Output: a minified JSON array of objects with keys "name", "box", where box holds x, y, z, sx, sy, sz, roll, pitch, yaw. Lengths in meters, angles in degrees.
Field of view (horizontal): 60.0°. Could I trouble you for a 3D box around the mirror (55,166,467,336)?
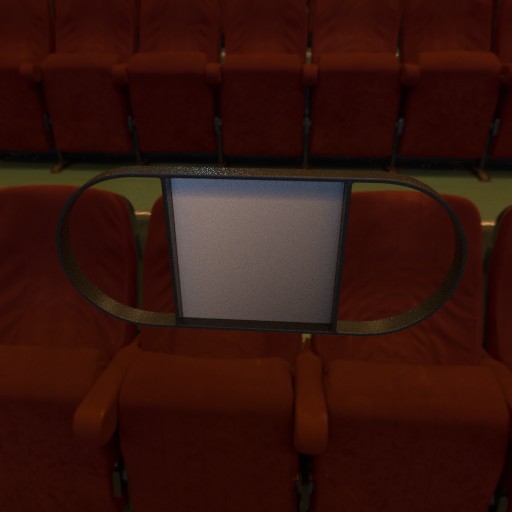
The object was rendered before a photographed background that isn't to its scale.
[{"name":"mirror","box":[0.000,0.000,0.647,0.584,0.254,0.032,2,29,4]}]
